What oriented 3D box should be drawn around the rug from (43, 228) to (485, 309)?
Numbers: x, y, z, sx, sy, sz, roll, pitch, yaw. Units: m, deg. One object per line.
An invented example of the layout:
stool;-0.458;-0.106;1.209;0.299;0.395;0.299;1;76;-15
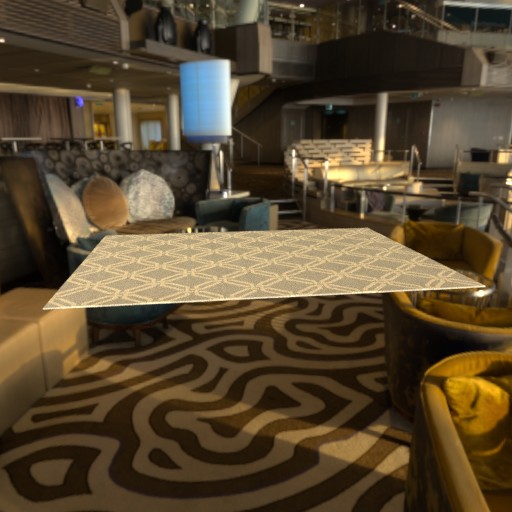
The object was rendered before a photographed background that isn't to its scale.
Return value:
rug;0.000;0.000;4.477;3.353;0.013;2.438;-2;15;-8
